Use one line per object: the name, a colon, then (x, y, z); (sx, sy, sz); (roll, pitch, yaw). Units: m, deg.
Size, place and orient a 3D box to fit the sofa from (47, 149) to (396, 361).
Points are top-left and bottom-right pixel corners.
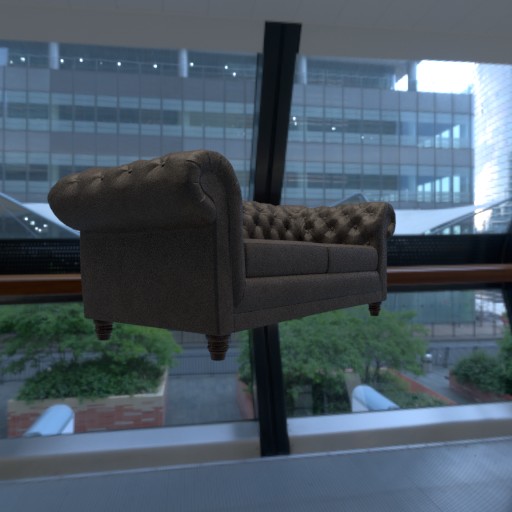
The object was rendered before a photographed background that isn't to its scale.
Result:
sofa: (0.000, 0.000, 2.513); (0.944, 0.779, 2.048); (0, -1, 36)
